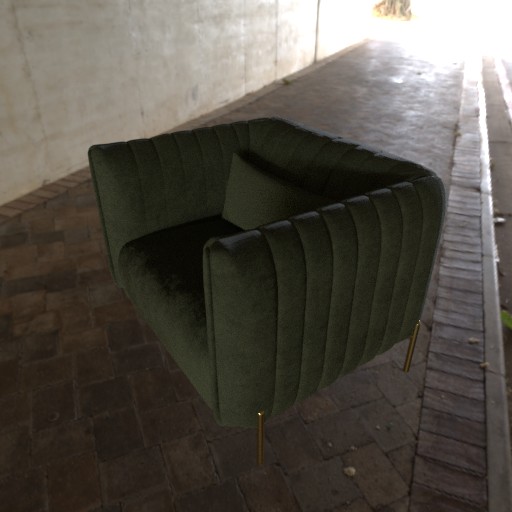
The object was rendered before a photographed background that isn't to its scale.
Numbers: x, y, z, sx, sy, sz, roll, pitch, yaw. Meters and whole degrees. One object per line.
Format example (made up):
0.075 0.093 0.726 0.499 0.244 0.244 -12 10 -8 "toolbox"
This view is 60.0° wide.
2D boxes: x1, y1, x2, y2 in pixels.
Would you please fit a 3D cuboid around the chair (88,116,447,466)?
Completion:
0.000 0.000 1.676 0.877 0.794 1.032 -20 36 -29 "chair"
